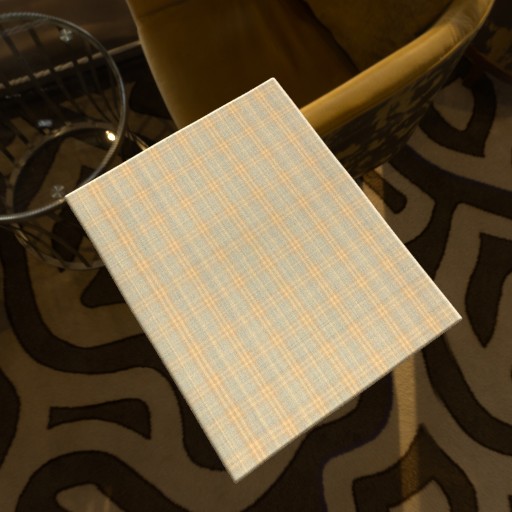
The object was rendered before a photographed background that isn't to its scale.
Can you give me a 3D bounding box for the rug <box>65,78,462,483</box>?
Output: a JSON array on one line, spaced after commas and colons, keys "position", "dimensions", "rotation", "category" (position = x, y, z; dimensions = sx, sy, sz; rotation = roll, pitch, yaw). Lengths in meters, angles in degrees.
[{"position": [0.000, 0.000, 4.166], "dimensions": [2.462, 0.030, 3.066], "rotation": [-33, 78, -8], "category": "rug"}]
